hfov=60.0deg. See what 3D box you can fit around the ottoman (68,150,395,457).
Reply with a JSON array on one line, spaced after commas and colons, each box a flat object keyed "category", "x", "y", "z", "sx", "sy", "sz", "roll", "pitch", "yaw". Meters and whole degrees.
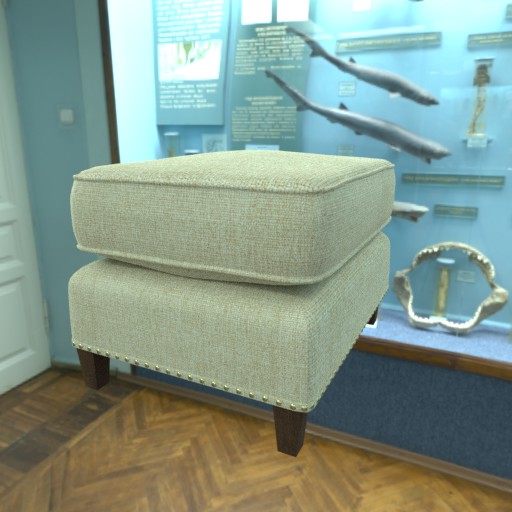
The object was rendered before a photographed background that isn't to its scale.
[{"category": "ottoman", "x": 0.000, "y": 0.000, "z": 1.151, "sx": 0.589, "sy": 0.537, "sz": 0.738, "roll": 8, "pitch": 17, "yaw": 26}]
